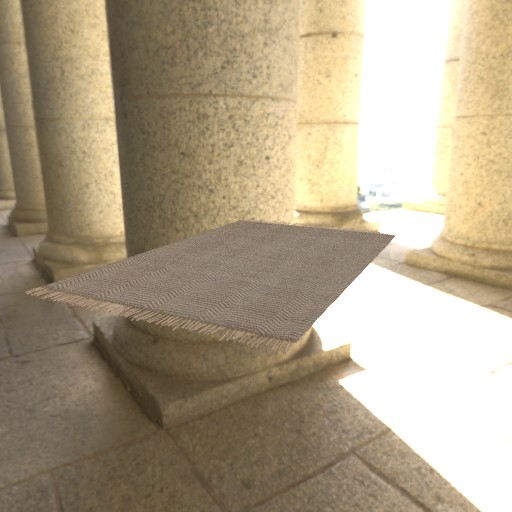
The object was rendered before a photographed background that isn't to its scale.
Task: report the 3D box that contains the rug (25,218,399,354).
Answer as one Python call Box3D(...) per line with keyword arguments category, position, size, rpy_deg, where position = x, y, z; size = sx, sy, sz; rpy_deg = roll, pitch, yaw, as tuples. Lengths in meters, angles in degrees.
Box3D(category="rug", position=(0.000, 0.000, 3.115), size=(1.528, 0.034, 2.523), rpy_deg=(7, 17, 26))
